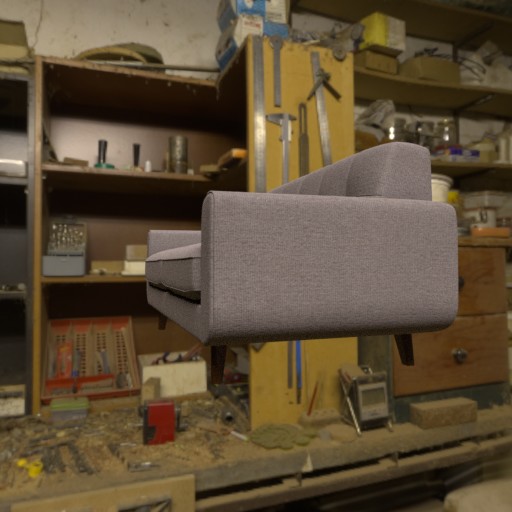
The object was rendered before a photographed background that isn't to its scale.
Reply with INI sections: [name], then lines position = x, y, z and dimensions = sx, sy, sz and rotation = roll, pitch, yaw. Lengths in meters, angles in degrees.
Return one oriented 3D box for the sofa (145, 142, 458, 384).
[sofa]
position = 0.000, 0.000, 2.137
dimensions = 0.909, 0.841, 1.631
rotation = 0, -1, -20
